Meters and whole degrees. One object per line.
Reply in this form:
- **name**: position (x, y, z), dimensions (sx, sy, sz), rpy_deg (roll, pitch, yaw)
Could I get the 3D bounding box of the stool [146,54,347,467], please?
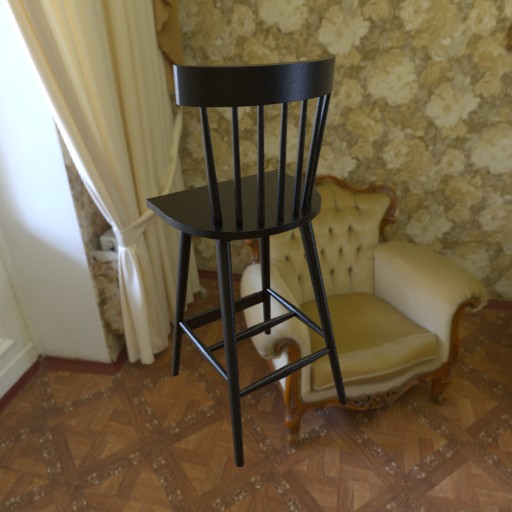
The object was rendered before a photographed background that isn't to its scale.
- **stool**: position (0.000, 0.000, 1.335), dimensions (0.482, 1.092, 0.483), rpy_deg (-18, 34, -29)
